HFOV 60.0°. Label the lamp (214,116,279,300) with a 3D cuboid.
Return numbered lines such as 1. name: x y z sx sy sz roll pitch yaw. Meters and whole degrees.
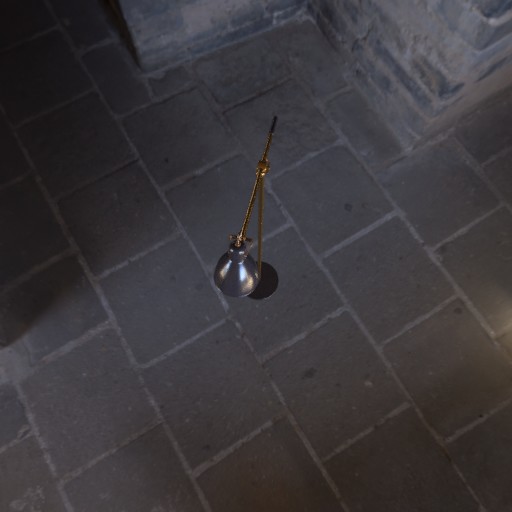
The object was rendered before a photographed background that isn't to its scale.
1. lamp: 0.000 0.000 1.852 0.235 1.628 0.618 12 74 3
